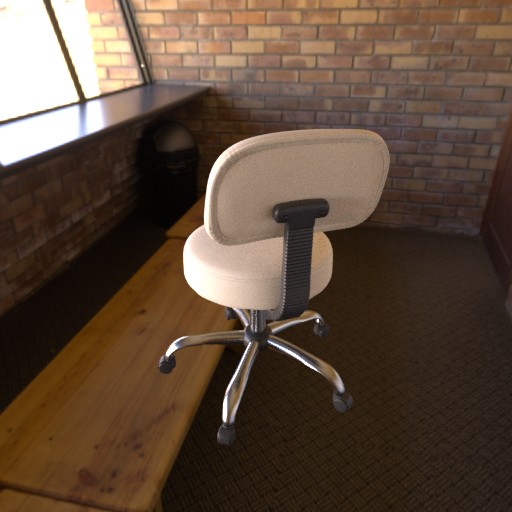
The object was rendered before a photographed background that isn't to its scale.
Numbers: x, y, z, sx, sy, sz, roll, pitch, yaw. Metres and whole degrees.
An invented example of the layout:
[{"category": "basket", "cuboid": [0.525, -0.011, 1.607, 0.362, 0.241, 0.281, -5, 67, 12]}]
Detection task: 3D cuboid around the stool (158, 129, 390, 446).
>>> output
[{"category": "stool", "cuboid": [0.000, 0.000, 1.260, 0.609, 0.810, 0.616, -9, 28, -17]}]
